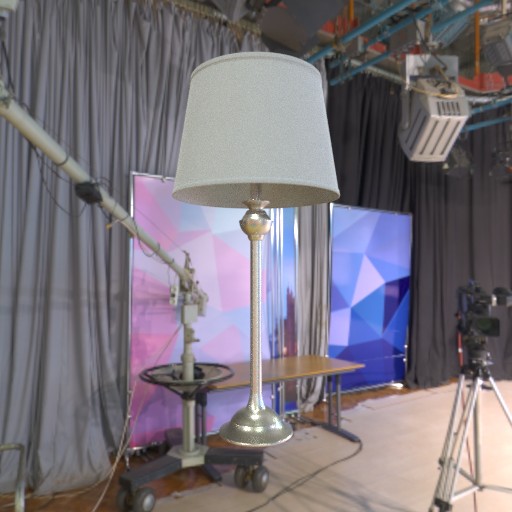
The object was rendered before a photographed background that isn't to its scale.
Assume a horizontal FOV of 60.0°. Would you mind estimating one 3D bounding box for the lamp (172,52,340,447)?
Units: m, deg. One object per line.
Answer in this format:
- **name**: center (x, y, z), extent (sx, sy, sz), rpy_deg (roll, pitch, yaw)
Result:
- **lamp**: center (0.000, 0.000, 0.886), extent (0.331, 0.698, 0.331), rpy_deg (0, -1, 0)
